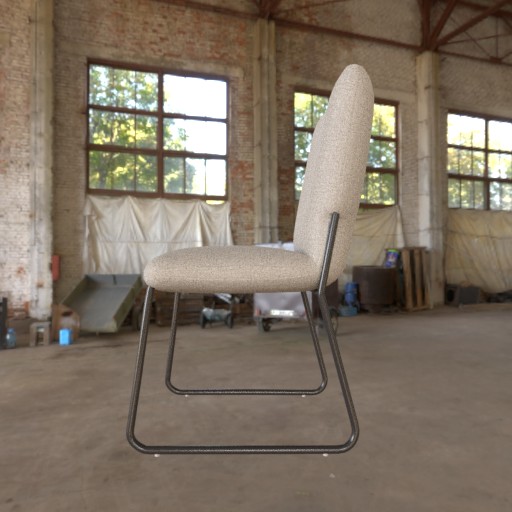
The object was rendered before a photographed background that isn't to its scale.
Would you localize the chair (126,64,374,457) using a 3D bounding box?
[{"bbox_3d":[0.000,0.000,1.170,0.560,0.864,0.448,0,-1,0],"label":"chair"}]
